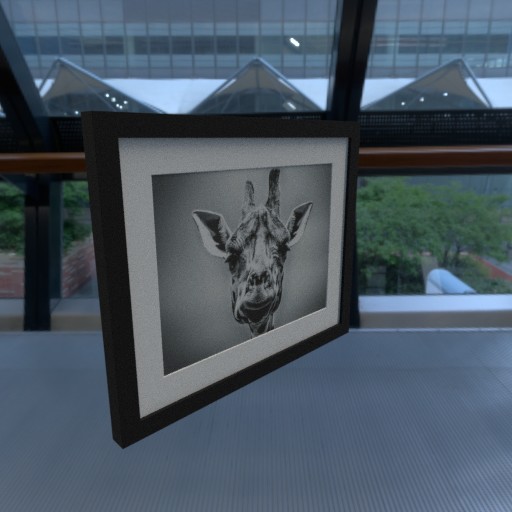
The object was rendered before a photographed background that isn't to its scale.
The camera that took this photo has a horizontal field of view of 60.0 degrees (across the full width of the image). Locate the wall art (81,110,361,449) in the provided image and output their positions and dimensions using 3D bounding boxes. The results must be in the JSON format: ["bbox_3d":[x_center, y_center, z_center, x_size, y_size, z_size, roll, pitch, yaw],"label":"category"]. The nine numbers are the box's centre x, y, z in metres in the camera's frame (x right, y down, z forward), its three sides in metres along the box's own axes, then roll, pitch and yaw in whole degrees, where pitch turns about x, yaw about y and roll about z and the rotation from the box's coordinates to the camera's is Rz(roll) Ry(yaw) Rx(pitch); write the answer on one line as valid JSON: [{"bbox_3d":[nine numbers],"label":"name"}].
[{"bbox_3d":[0.000,0.000,0.768,0.558,0.457,0.031,-14,21,-42],"label":"wall art"}]
